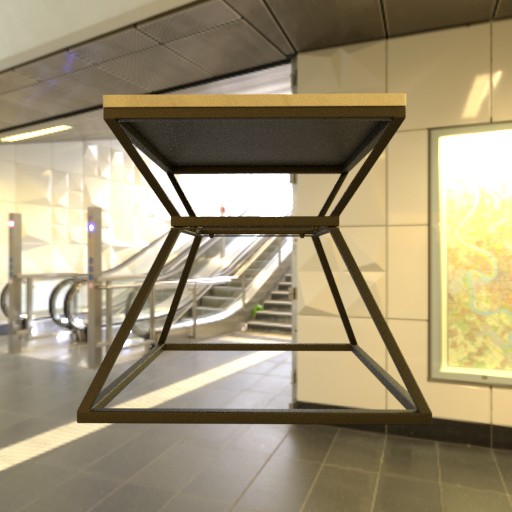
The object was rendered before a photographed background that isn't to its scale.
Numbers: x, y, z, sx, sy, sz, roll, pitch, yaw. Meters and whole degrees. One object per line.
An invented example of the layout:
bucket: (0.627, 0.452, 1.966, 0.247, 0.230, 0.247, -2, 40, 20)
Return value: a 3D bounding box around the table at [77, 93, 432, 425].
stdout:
table: (0.000, 0.000, 0.793, 0.455, 0.431, 0.455, 0, 0, 1)
